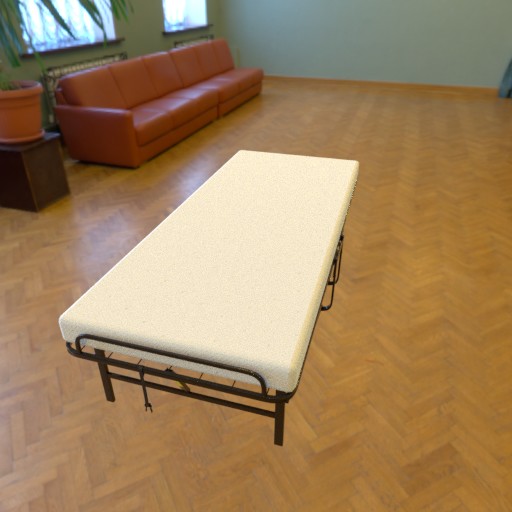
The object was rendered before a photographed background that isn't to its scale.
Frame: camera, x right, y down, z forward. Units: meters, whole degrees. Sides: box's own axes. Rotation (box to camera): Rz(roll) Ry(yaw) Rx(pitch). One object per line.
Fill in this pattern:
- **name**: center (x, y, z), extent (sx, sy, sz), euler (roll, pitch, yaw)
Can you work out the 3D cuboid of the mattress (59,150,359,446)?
- **mattress**: center (0.000, 0.000, 2.475), extent (0.922, 0.519, 2.153), euler (9, 32, 14)
